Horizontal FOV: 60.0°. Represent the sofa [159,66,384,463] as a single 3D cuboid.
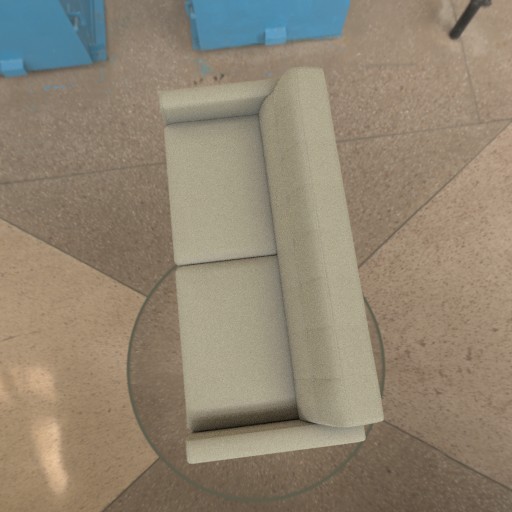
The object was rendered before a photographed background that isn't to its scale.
[{"bbox_3d":[0.000,0.000,2.632,0.980,0.892,2.137,-7,77,-2],"label":"sofa"}]
